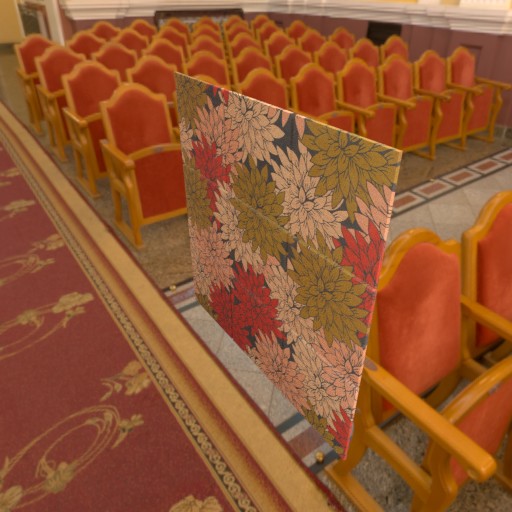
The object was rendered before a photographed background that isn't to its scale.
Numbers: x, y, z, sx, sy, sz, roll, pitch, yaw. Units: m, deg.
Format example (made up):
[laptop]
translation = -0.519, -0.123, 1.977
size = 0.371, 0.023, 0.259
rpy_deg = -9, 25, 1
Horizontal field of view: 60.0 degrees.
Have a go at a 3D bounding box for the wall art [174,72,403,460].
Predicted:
[wall art]
translation = 0.000, 0.000, 1.789
size = 0.013, 1.218, 1.206
rpy_deg = -20, 38, -28
